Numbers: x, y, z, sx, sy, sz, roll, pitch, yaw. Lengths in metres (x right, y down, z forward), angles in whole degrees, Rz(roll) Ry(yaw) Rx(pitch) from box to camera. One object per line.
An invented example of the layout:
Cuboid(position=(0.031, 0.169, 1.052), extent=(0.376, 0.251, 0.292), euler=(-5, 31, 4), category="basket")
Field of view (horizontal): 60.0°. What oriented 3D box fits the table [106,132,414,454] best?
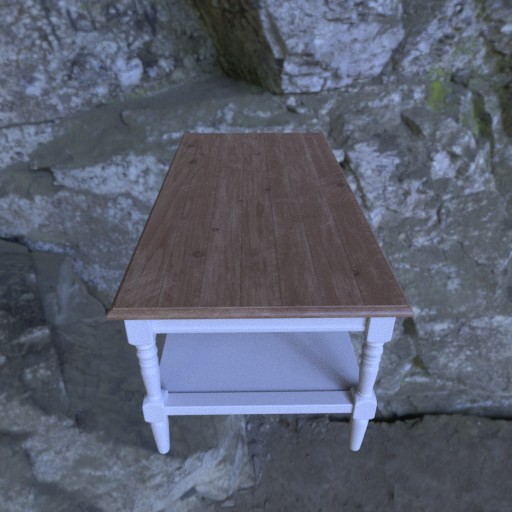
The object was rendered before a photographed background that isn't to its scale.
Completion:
Cuboid(position=(0.000, 0.000, 1.390), extent=(0.559, 0.458, 1.118), euler=(0, 32, -1), category="table")
